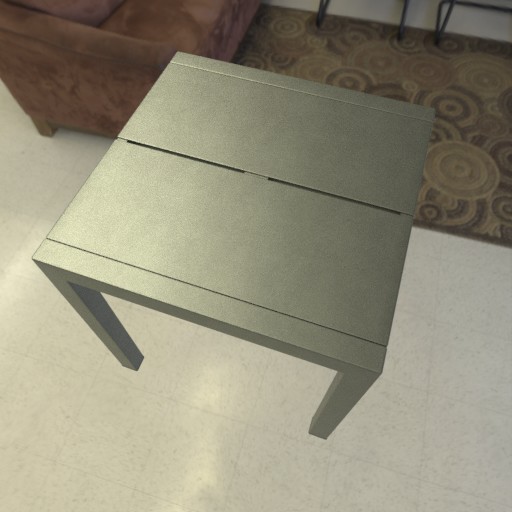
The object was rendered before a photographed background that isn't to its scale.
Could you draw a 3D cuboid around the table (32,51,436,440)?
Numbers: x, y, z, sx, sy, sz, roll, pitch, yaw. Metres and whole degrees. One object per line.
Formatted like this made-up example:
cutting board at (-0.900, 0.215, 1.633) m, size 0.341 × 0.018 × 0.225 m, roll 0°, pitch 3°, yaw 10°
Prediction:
table at (0.000, 0.000, 0.930) m, size 0.508 × 0.508 × 0.508 m, roll 17°, pitch 60°, yaw 10°
